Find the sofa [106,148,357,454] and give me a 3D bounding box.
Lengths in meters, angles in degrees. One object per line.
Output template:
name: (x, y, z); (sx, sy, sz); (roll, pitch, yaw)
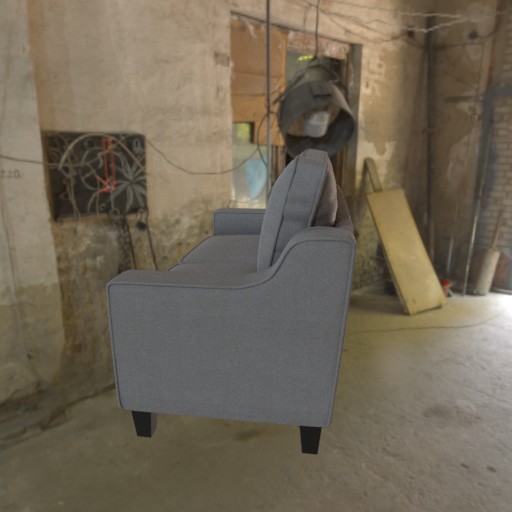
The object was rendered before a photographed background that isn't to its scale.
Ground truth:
sofa: (0.000, 0.000, 2.047); (0.791, 0.948, 1.500); (2, 15, 8)
